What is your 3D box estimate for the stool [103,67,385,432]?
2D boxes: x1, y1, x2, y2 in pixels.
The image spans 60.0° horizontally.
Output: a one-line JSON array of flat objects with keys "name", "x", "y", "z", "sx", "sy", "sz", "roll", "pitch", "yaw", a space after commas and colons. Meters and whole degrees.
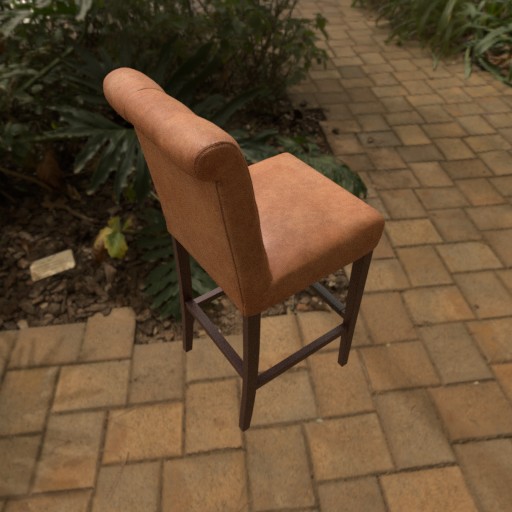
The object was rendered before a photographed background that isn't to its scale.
[{"name": "stool", "x": 0.000, "y": 0.000, "z": 1.403, "sx": 0.601, "sy": 1.140, "sz": 0.493, "roll": -26, "pitch": 48, "yaw": -25}]
